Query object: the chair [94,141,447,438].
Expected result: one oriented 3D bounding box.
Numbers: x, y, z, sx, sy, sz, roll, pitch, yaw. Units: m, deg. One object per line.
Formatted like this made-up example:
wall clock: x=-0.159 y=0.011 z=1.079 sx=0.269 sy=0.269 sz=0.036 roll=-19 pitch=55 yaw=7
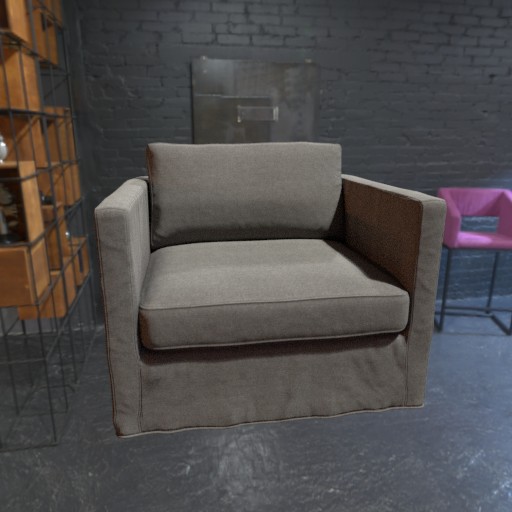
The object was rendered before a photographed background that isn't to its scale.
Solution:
chair: x=0.000 y=0.000 z=1.750 sx=1.057 sy=0.863 sz=0.949 roll=-2 pitch=16 yaw=-9
